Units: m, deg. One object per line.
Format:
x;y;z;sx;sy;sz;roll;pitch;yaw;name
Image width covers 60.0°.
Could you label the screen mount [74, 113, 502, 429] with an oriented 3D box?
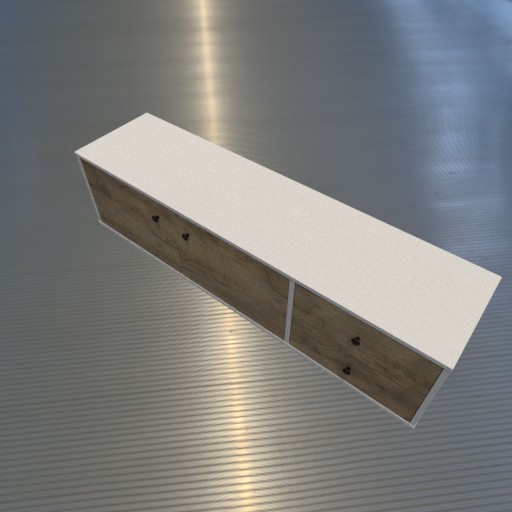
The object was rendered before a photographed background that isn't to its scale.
0.000;0.000;1.781;1.600;0.520;0.418;30;54;25;screen mount
